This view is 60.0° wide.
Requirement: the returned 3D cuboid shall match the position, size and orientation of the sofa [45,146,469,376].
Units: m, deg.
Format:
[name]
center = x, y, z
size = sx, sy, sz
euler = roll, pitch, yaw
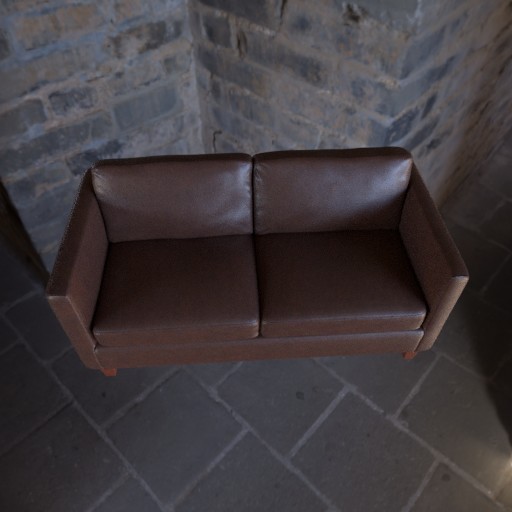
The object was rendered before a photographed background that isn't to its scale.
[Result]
[sofa]
center = 0.000, 0.000, 2.434
size = 1.883, 0.933, 0.951
euler = -3, 48, -2
